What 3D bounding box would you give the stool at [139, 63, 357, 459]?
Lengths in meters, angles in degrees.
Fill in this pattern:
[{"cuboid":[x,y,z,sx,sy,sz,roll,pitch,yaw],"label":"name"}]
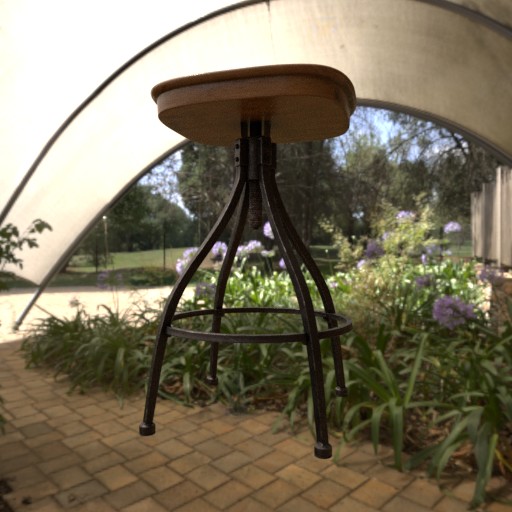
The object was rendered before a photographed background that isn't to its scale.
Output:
[{"cuboid":[0.000,0.000,0.986,0.432,0.694,0.424,0,0,16],"label":"stool"}]
